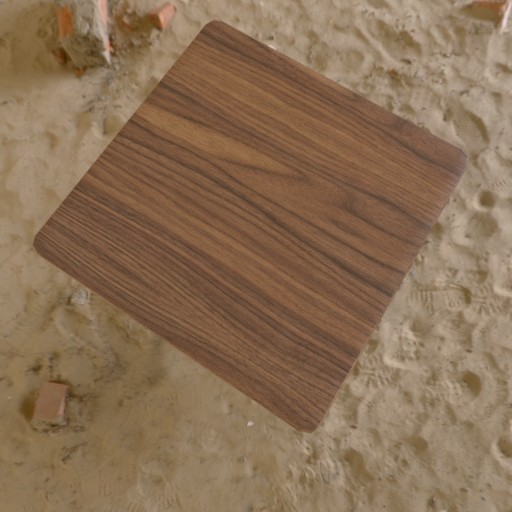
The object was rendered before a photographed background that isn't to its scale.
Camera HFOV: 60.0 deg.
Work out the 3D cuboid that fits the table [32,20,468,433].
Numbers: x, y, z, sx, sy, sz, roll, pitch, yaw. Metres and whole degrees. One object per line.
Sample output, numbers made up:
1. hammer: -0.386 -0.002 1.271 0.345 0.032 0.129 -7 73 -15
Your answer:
1. table: 0.000 0.000 0.964 0.480 0.641 0.479 32 77 8
